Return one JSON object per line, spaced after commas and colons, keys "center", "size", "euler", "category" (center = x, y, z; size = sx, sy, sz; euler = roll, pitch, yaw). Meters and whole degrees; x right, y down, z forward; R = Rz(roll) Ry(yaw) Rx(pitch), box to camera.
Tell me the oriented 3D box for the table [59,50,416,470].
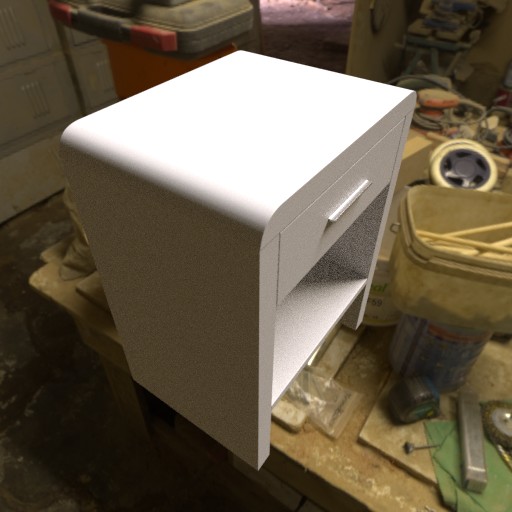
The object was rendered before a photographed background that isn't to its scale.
{"center": [0.000, 0.000, 0.848], "size": [0.350, 0.590, 0.450], "euler": [26, 48, 26], "category": "table"}
